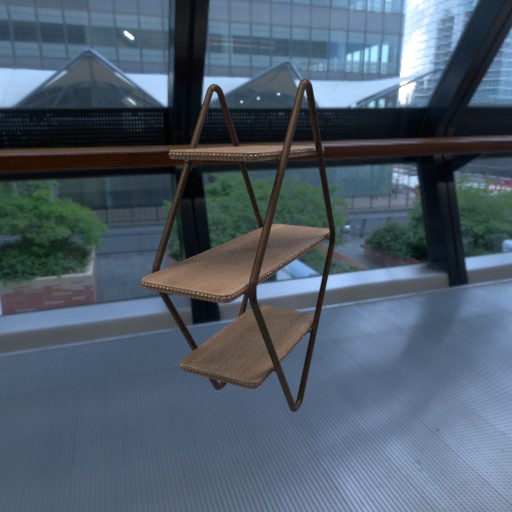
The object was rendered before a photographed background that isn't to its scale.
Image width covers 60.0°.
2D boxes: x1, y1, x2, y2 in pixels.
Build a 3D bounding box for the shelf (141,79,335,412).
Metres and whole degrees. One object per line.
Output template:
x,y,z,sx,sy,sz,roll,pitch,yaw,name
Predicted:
0.000,0.000,1.049,0.234,0.774,0.609,8,17,25,shelf
